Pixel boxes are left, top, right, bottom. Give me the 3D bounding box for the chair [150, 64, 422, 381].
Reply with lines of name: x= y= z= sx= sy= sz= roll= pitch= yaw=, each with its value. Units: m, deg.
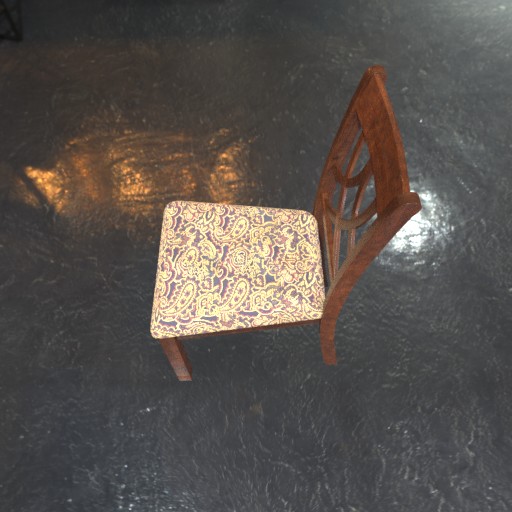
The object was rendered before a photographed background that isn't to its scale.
chair: x=0.000 y=0.000 z=1.283 sx=0.584 sy=0.965 sz=0.457 roll=-1 pitch=58 yaw=0
